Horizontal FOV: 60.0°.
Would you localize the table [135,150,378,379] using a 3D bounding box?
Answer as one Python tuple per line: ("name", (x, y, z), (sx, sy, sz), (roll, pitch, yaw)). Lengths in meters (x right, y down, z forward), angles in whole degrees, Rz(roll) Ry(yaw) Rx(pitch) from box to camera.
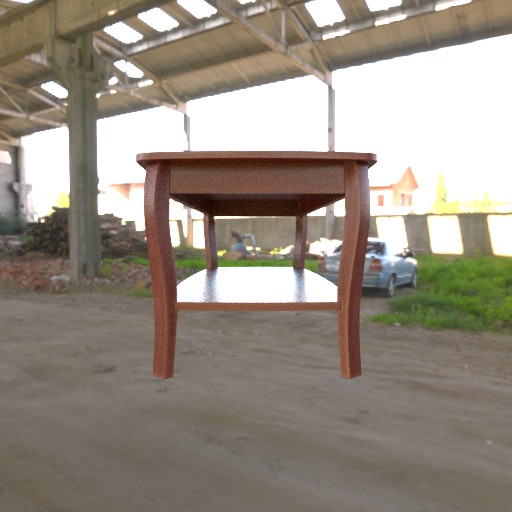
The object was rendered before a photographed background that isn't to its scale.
("table", (0.000, 0.000, 1.499), (0.561, 0.473, 1.216), (0, 2, 0))
